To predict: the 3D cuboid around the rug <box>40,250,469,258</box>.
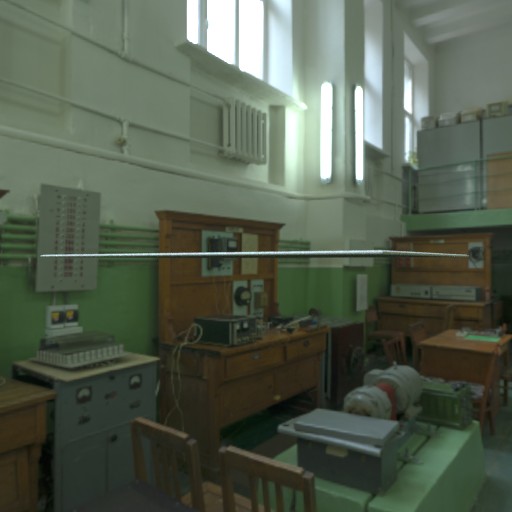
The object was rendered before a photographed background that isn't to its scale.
[{"bbox_3d":[0.000,0.000,2.809,2.202,0.014,1.598,0,-1,35],"label":"rug"}]
